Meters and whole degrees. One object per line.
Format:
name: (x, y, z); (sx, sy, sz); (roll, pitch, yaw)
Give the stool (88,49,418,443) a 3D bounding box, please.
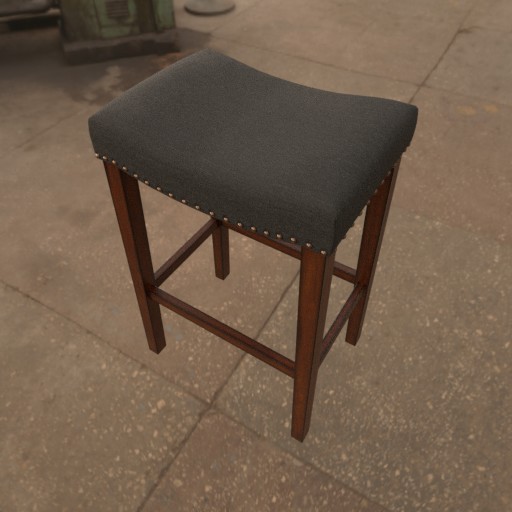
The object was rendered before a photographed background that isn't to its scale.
stool: (0.000, 0.000, 1.028); (0.502, 0.760, 0.366); (25, 52, 21)
